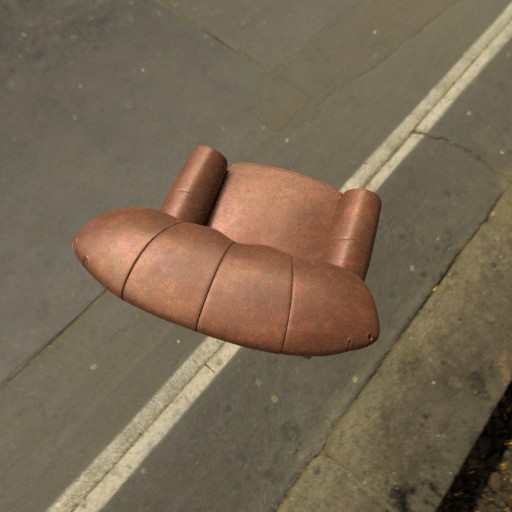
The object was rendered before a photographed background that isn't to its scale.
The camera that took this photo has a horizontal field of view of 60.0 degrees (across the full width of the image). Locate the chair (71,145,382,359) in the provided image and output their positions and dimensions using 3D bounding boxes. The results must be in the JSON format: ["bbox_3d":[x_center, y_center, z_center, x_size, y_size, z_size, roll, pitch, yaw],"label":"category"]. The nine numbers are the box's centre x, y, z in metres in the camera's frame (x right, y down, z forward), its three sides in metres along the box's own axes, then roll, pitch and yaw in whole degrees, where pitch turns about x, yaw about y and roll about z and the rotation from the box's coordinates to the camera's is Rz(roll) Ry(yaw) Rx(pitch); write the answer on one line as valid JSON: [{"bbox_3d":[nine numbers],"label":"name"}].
[{"bbox_3d":[0.000,0.000,1.926,0.979,1.162,1.031,17,66,8],"label":"chair"}]
